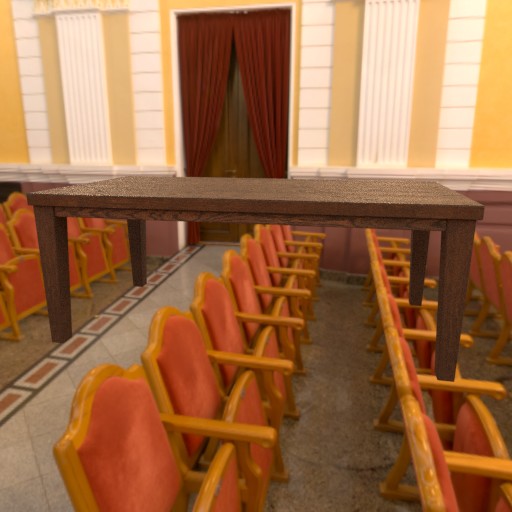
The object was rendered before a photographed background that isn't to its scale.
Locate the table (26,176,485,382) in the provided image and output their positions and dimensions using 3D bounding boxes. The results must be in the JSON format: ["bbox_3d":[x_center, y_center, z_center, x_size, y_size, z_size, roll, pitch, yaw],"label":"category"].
[{"bbox_3d":[0.000,0.000,2.450,1.981,0.762,1.016,3,15,11],"label":"table"}]
